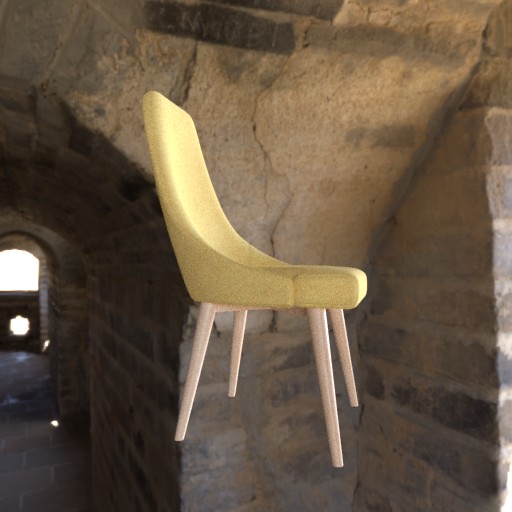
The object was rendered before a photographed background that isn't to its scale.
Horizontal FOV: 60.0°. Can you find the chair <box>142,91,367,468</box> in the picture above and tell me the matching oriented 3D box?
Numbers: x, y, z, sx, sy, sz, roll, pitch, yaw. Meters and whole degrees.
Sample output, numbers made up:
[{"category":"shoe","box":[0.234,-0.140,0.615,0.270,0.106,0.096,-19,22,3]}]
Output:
[{"category":"chair","box":[0.000,0.000,1.395,0.660,1.040,0.510,0,-1,17]}]
